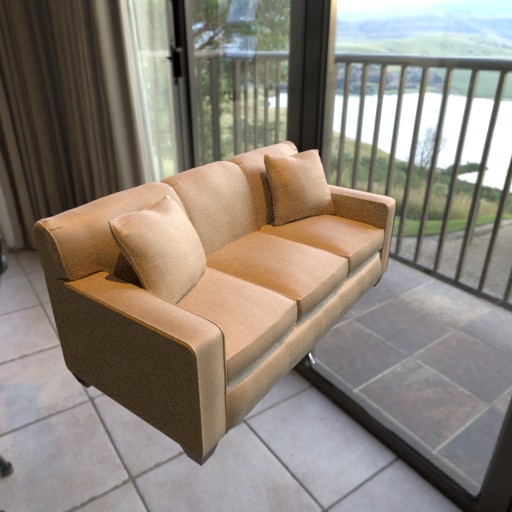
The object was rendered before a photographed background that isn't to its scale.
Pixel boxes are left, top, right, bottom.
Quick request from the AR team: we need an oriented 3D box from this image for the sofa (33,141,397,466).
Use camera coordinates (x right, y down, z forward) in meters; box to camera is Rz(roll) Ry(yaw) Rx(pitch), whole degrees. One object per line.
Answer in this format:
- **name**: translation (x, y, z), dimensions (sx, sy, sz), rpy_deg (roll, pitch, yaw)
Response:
- **sofa**: translation (0.000, 0.000, 2.588), dimensions (0.997, 0.958, 2.024), rpy_deg (18, 31, 32)
